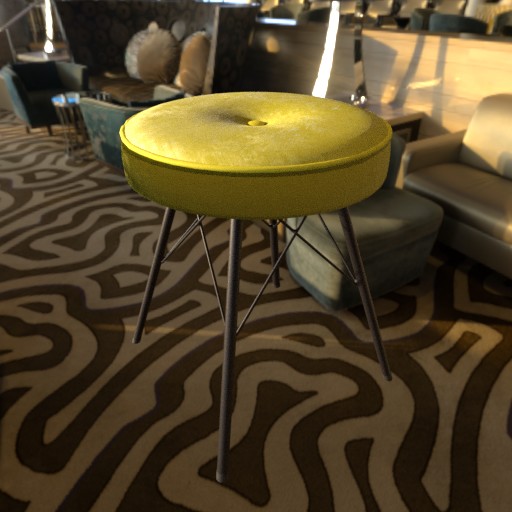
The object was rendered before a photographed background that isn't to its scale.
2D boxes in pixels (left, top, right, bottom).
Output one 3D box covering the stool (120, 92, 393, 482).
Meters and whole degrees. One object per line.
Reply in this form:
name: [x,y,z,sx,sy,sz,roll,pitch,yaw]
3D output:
stool: [0.000,0.000,0.804,0.409,0.508,0.409,-19,36,-28]
